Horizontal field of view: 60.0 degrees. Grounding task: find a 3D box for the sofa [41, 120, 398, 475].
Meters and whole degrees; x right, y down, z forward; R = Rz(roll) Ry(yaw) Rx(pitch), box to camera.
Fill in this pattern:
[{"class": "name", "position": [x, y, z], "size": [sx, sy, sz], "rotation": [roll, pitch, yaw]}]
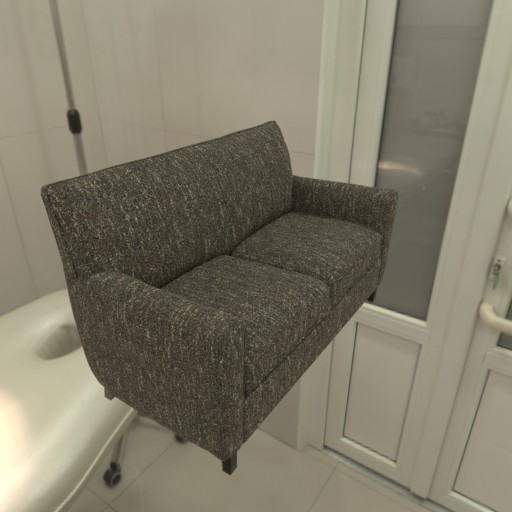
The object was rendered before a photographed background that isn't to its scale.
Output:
[{"class": "sofa", "position": [0.000, 0.000, 2.036], "size": [0.801, 0.946, 1.519], "rotation": [18, 32, 30]}]
